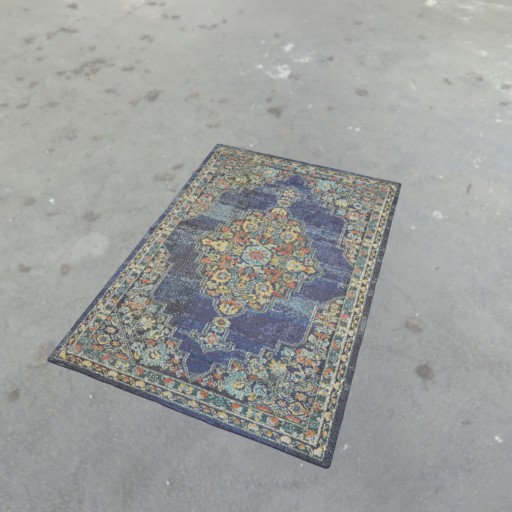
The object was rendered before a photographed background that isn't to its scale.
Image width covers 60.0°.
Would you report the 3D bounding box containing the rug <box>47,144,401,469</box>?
[{"bbox_3d":[0.000,0.000,3.805,2.053,0.011,2.940,16,49,14],"label":"rug"}]
